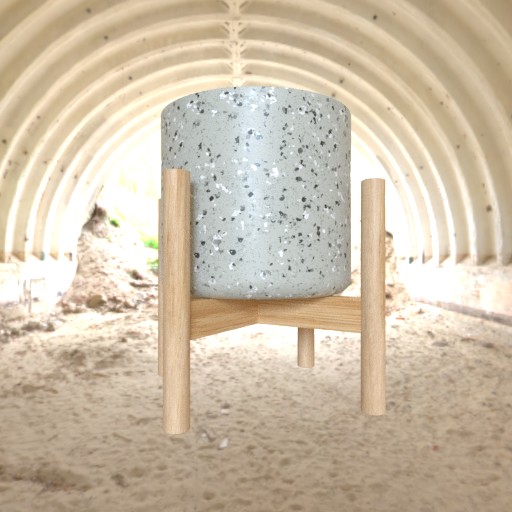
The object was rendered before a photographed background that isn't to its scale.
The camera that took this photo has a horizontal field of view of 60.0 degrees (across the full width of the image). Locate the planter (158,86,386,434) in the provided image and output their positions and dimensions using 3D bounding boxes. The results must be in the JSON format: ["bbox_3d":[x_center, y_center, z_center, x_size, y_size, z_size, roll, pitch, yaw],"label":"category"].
[{"bbox_3d":[0.000,0.000,0.528,0.284,0.320,0.284,0,0,-36],"label":"planter"}]
